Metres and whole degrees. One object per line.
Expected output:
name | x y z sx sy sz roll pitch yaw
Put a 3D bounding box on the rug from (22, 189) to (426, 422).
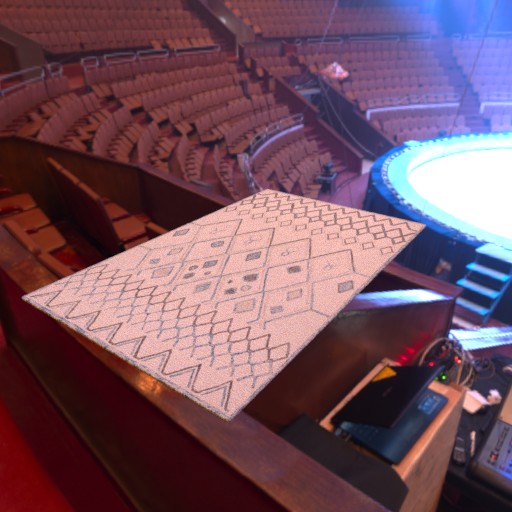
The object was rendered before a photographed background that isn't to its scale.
rug | 0.000 0.000 2.990 1.524 0.015 2.439 18 32 32
